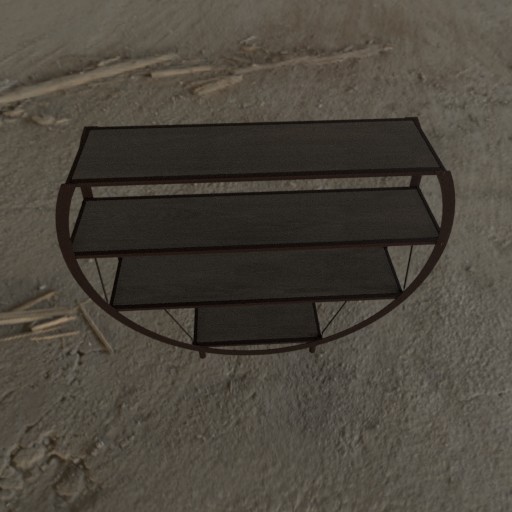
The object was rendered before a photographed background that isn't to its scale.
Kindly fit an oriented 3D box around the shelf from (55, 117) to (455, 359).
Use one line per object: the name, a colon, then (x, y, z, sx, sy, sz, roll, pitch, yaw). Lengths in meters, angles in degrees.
shelf: (0.000, 0.000, 1.881, 1.403, 1.063, 0.344, -2, 46, -2)
